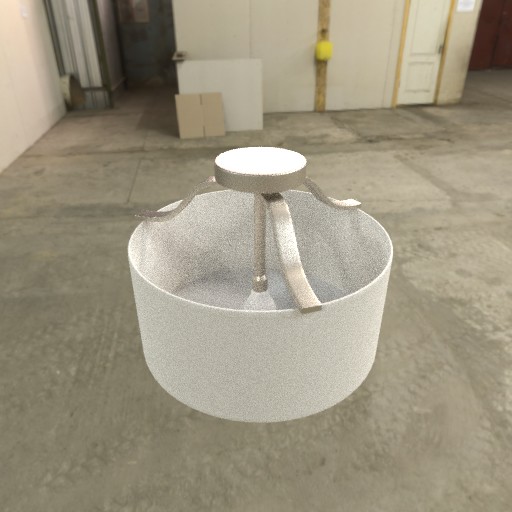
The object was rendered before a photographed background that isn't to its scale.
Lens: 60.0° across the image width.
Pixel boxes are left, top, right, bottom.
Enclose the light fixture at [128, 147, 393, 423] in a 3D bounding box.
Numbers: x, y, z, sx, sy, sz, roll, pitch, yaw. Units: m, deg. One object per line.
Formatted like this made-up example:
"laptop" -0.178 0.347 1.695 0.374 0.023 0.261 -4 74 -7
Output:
"light fixture" 0.000 0.000 0.679 0.395 0.304 0.395 0 30 0
